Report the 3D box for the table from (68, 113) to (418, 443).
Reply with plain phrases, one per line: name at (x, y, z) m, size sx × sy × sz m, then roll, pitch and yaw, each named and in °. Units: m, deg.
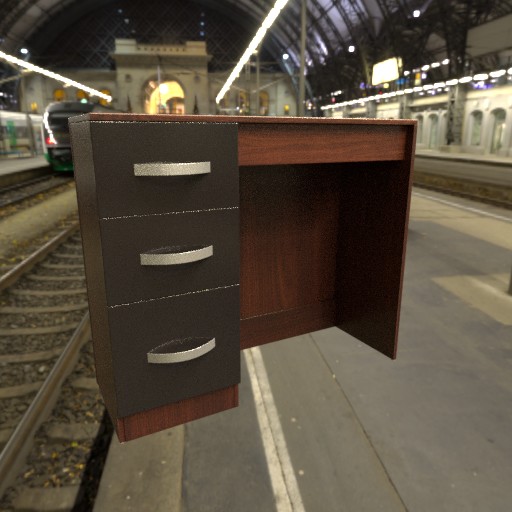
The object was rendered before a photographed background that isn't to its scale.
table at (0.000, 0.000, 1.336) m, size 0.930 × 0.790 × 0.380 m, roll -8°, pitch 17°, yaw -28°
